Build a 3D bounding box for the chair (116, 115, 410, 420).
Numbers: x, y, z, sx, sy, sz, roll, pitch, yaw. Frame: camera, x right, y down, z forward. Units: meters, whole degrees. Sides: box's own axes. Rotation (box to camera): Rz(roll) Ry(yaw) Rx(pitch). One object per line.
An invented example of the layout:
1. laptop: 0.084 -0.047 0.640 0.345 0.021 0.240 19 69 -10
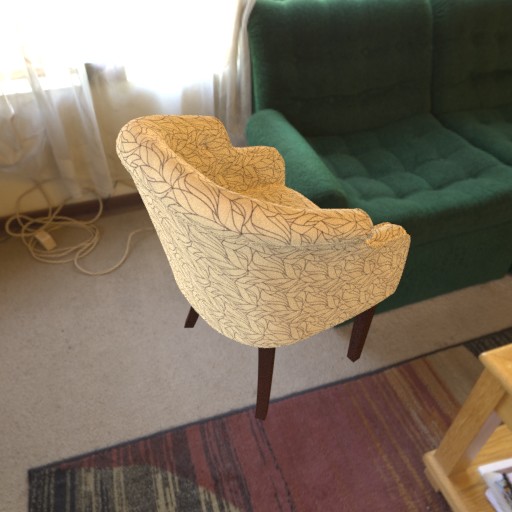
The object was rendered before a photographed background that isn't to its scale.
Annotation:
1. chair: 0.000 0.000 1.321 0.613 0.858 0.686 -26 47 -27
